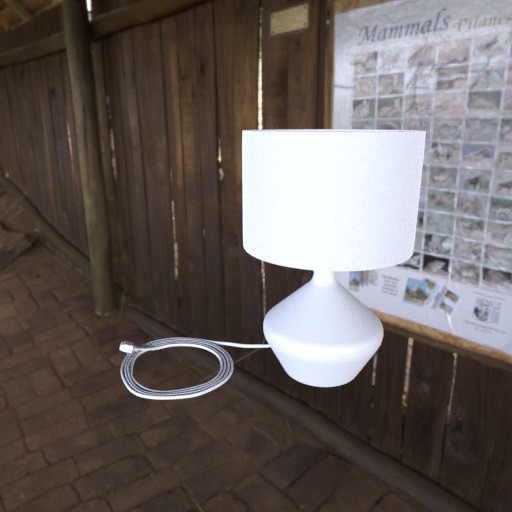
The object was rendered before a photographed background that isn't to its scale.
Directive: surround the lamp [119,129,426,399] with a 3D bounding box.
[{"bbox_3d":[0.000,0.000,0.837,0.546,0.457,0.401,9,19,27],"label":"lamp"}]
